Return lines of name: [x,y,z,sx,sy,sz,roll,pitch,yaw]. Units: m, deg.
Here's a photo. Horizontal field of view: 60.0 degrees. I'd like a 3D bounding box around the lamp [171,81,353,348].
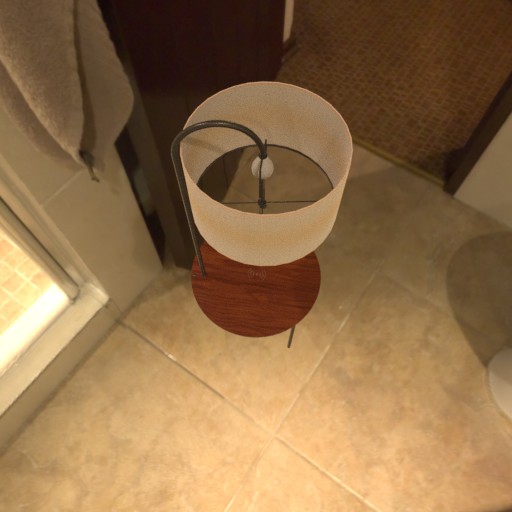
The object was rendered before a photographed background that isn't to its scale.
lamp: [0.000,0.000,1.807,0.573,1.517,0.573,0,63,0]
